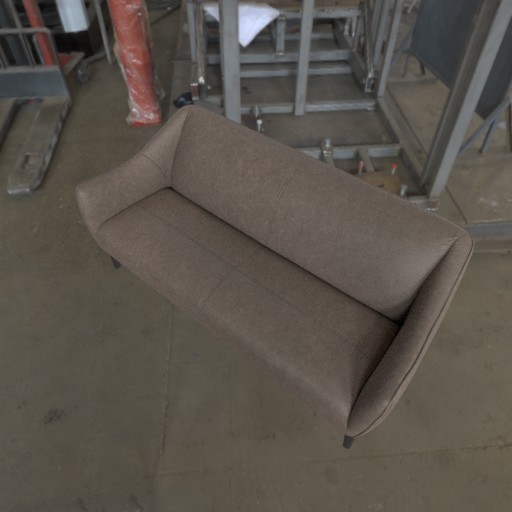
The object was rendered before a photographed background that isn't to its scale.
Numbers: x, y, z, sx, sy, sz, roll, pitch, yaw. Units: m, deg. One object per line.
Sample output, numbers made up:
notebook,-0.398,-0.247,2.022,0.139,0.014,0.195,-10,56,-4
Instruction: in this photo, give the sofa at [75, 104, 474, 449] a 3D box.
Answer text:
sofa,0.000,0.000,2.339,1.928,0.831,0.869,32,54,26
